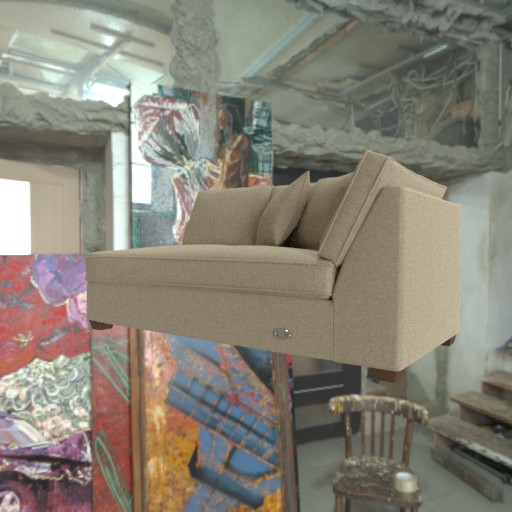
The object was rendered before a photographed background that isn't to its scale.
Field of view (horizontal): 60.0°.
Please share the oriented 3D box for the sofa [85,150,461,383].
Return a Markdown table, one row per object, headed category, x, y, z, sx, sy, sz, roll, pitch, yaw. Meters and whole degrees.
| category | x | y | z | sx | sy | sz | roll | pitch | yaw |
| --- | --- | --- | --- | --- | --- | --- | --- | --- | --- |
| sofa | 0.000 | 0.000 | 2.860 | 2.237 | 1.033 | 1.110 | 1 | 1 | 36 |
